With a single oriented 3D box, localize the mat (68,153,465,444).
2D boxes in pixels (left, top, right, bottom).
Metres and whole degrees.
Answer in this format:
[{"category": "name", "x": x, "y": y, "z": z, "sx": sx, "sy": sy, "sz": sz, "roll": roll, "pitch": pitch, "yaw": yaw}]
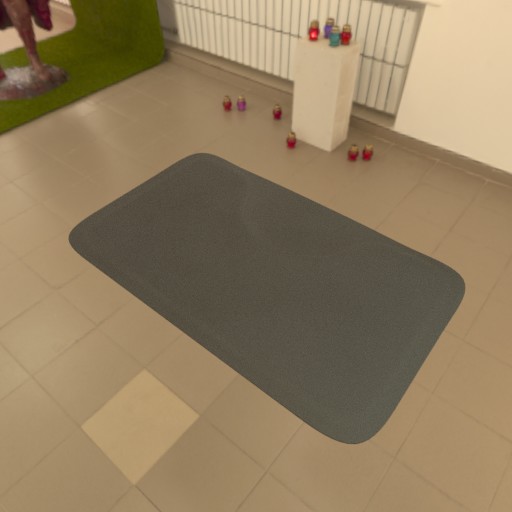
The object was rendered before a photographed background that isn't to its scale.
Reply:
[{"category": "mat", "x": 0.000, "y": 0.000, "z": 1.856, "sx": 1.524, "sy": 0.013, "sz": 0.918, "roll": 30, "pitch": 53, "yaw": 26}]
